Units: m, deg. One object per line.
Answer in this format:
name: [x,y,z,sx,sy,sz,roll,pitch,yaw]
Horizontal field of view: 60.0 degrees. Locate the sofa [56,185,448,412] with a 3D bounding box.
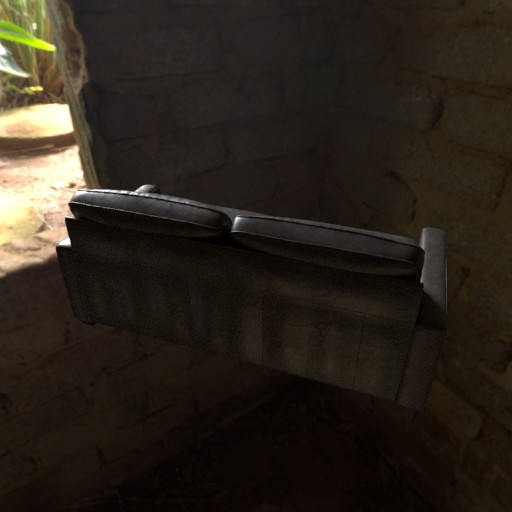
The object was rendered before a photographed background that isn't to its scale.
sofa: [0.000,0.000,2.589,2.081,0.916,0.939,11,34,17]
